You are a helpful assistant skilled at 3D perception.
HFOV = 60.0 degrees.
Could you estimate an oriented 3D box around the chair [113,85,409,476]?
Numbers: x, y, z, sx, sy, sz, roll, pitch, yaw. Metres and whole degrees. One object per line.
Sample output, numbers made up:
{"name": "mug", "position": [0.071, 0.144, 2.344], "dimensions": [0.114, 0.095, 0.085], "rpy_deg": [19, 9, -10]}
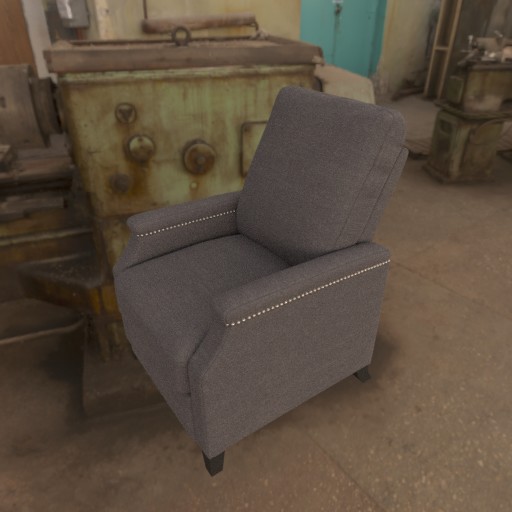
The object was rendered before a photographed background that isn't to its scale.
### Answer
{"name": "chair", "position": [0.000, 0.000, 1.612], "dimensions": [0.922, 1.049, 0.710], "rpy_deg": [-20, 36, -30]}
